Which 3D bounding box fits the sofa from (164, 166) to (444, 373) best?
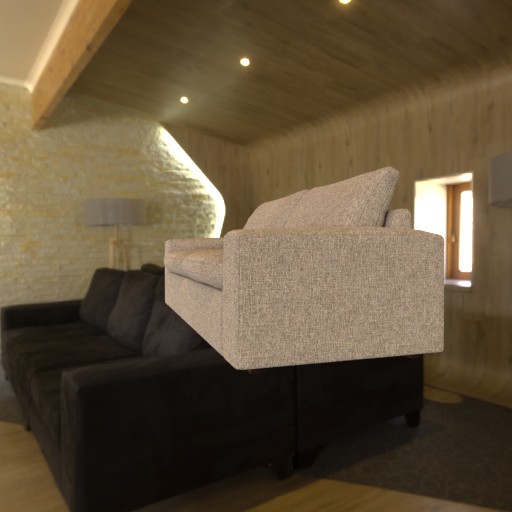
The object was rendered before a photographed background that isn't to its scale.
[{"bbox_3d":[0.000,0.000,2.928,1.040,0.922,2.299,0,1,-18],"label":"sofa"}]
